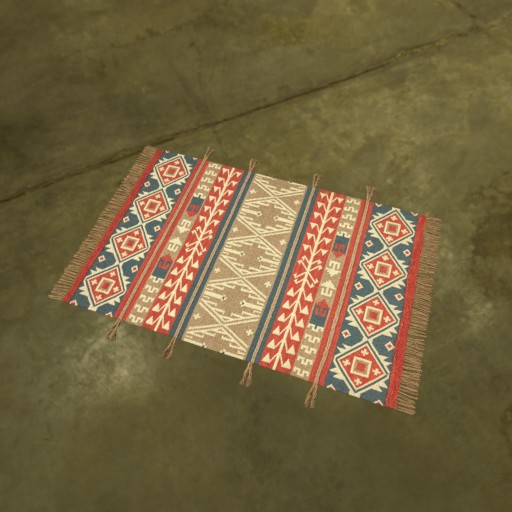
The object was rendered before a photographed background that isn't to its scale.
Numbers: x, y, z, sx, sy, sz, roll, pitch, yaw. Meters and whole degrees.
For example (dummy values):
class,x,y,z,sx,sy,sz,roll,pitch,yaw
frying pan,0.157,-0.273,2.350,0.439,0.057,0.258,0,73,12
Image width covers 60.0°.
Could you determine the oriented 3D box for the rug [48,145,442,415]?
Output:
class,x,y,z,sx,sy,sz,roll,pitch,yaw
rug,0.000,0.000,3.125,2.450,0.048,1.778,16,59,10
